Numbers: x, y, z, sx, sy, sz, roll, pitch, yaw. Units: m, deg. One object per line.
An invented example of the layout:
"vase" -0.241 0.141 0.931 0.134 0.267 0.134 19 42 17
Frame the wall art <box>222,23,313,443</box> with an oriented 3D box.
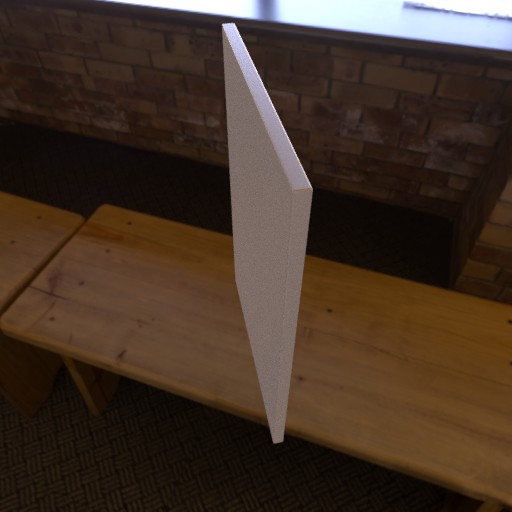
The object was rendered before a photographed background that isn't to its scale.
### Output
"wall art" 0.000 0.000 1.481 0.038 1.183 0.808 -9 48 -8
